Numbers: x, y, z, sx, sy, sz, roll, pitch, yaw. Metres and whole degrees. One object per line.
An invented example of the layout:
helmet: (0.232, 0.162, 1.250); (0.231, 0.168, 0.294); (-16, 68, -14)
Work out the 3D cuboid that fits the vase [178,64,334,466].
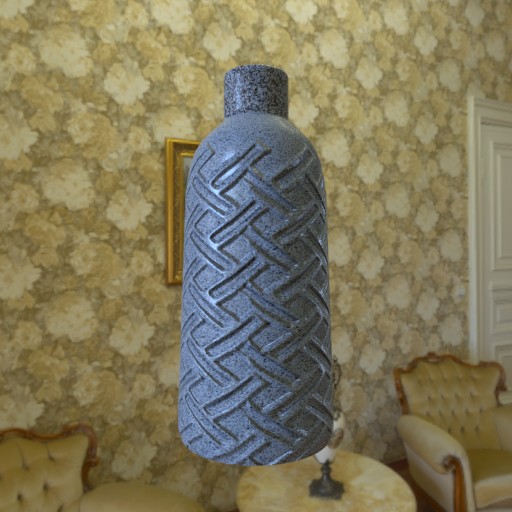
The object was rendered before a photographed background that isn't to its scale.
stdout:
vase: (0.000, 0.000, 0.351); (0.122, 0.282, 0.122); (0, 0, 0)
